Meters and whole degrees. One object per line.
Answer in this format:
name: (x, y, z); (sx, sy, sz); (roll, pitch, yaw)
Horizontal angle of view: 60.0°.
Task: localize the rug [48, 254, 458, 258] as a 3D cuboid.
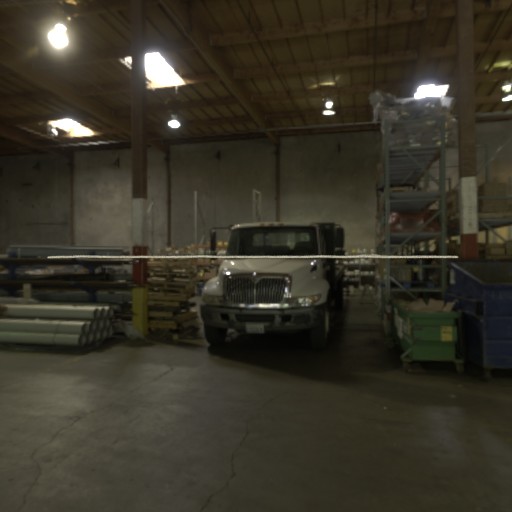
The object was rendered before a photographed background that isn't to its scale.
rug: (0.000, 0.000, 3.312); (1.964, 0.025, 2.455); (0, 0, 1)
